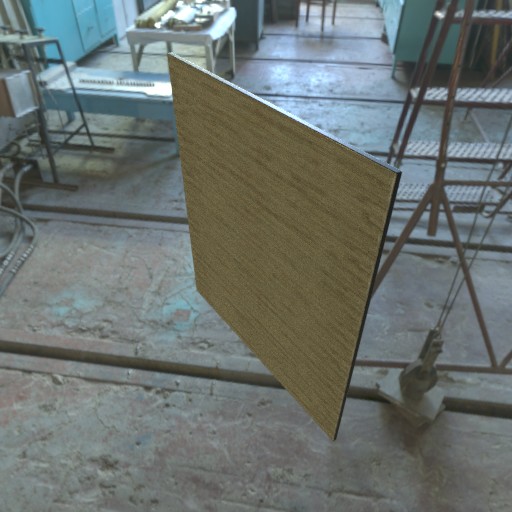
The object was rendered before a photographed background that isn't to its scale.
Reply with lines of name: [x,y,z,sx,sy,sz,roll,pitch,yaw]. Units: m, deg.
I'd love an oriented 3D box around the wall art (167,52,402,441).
wall art: [0.000,0.000,0.773,0.009,0.559,0.483,-26,47,-27]
